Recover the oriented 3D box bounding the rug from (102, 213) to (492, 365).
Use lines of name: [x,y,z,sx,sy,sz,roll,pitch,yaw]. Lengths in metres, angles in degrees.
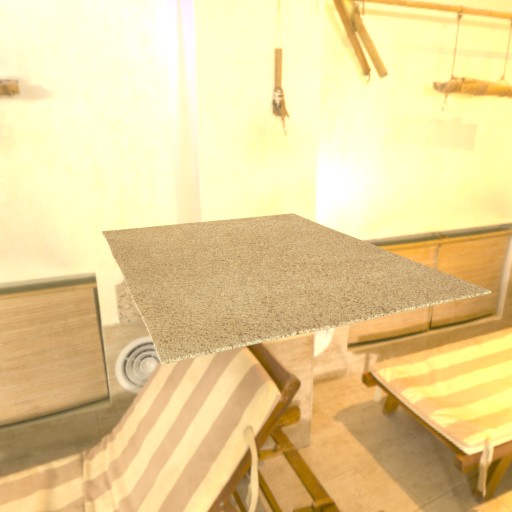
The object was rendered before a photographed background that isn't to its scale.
rug: [0.000,0.000,4.052,2.400,0.025,3.000,-8,19,-23]
